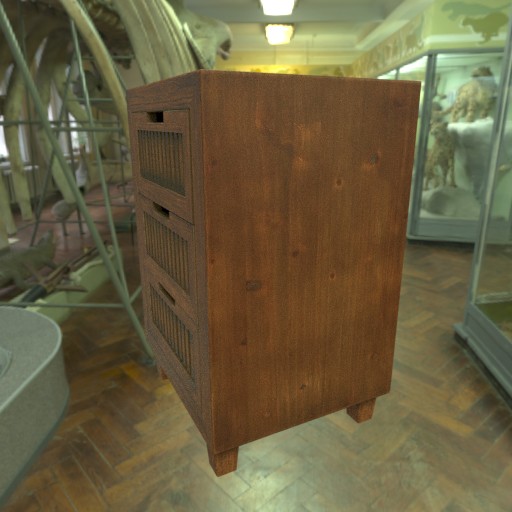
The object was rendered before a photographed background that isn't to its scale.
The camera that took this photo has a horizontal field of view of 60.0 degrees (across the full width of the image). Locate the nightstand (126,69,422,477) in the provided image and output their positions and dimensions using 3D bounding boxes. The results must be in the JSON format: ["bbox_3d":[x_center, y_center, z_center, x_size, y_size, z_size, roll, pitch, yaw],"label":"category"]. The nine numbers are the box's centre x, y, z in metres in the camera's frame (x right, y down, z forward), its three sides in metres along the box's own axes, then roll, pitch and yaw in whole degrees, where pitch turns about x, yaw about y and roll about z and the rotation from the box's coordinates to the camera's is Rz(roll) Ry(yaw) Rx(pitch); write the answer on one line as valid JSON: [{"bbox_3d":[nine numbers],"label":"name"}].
[{"bbox_3d":[0.000,0.000,0.969,0.410,0.695,0.465,-9,19,-26],"label":"nightstand"}]
